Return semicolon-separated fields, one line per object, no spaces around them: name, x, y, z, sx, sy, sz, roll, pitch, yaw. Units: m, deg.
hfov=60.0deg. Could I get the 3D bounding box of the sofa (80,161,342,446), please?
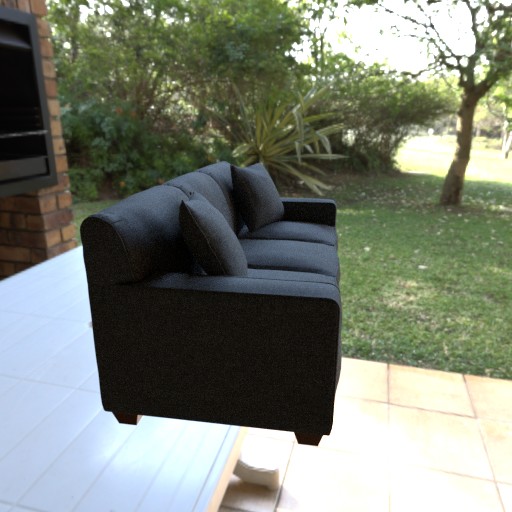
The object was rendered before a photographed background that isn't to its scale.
sofa;0.000;0.000;2.592;0.997;0.958;2.024;3;18;9
